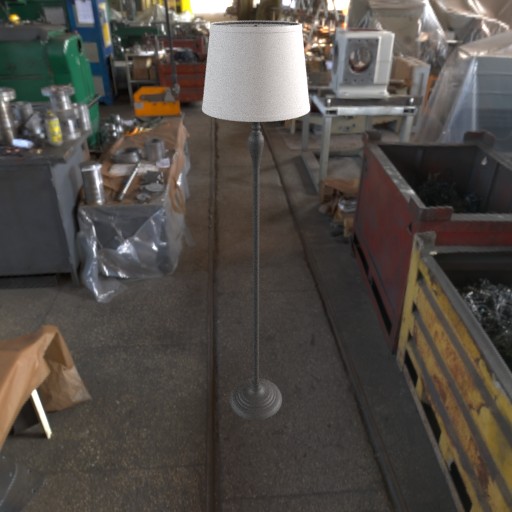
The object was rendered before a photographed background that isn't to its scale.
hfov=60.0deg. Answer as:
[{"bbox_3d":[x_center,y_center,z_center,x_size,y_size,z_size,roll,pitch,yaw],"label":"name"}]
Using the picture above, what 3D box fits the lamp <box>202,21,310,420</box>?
[{"bbox_3d":[0.000,0.000,1.619,0.327,1.506,0.327,-22,37,-32],"label":"lamp"}]
